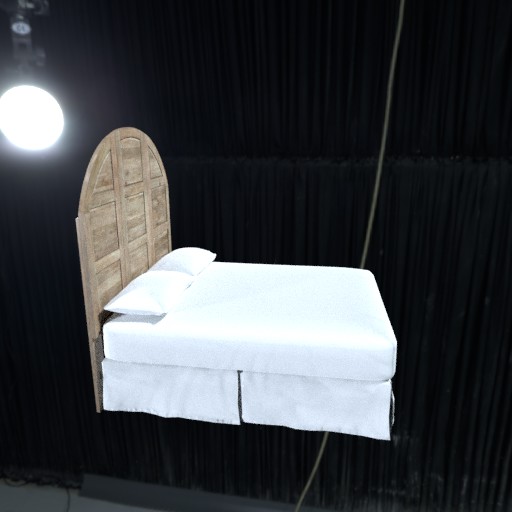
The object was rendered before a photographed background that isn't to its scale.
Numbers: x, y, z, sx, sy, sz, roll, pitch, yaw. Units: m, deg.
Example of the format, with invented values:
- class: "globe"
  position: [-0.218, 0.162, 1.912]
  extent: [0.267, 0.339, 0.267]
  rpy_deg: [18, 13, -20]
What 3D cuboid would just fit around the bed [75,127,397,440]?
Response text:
- class: "bed"
  position: [0.000, 0.000, 3.585]
  extent: [2.112, 2.002, 1.713]
  rpy_deg: [2, 16, 8]
